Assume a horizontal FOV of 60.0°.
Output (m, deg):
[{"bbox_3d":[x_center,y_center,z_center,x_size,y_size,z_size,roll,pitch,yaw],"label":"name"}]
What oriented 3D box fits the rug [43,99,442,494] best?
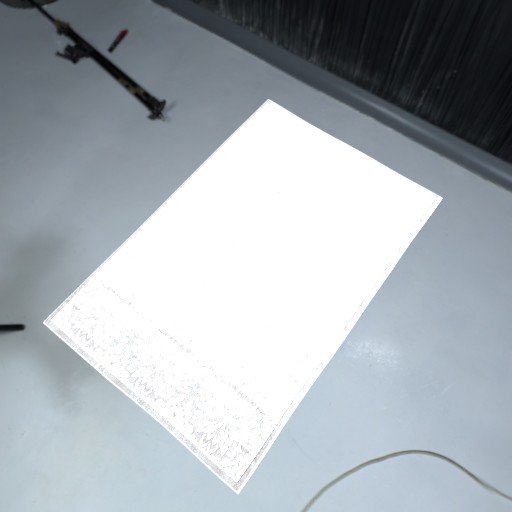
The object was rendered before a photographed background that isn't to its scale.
[{"bbox_3d":[0.000,0.000,3.462,1.819,0.018,2.746,35,69,15],"label":"rug"}]
